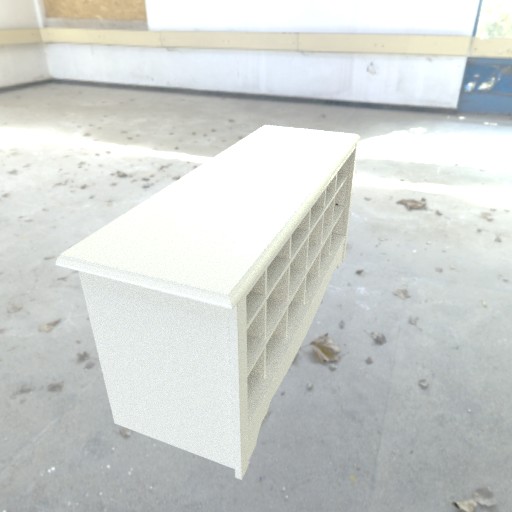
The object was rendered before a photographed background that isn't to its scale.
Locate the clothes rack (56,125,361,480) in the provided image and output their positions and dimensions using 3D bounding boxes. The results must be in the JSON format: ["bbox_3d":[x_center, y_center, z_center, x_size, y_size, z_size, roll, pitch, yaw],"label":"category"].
[{"bbox_3d":[0.000,0.000,1.476,0.405,0.558,1.218,12,32,19],"label":"clothes rack"}]
